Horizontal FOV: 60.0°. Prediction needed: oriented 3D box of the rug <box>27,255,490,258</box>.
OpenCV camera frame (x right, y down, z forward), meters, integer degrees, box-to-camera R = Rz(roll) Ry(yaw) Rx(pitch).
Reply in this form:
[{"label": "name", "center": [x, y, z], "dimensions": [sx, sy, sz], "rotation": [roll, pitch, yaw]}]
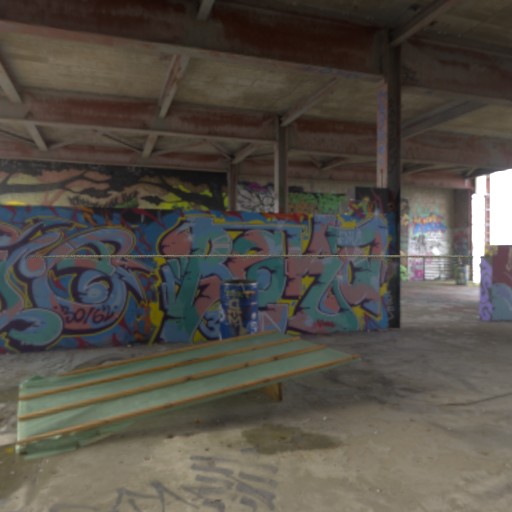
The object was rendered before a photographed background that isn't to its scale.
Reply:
[{"label": "rug", "center": [0.000, 0.000, 2.558], "dimensions": [2.340, 0.013, 0.686], "rotation": [0, 1, 2]}]
